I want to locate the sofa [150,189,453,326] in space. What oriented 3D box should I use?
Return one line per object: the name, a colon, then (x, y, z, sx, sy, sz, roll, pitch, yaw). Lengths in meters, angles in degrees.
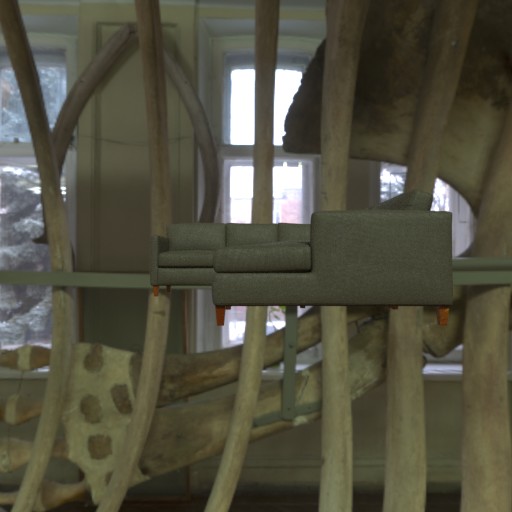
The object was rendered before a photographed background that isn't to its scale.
sofa: (0.000, 0.000, 4.581, 2.594, 0.961, 3.460, 0, -1, -1)
